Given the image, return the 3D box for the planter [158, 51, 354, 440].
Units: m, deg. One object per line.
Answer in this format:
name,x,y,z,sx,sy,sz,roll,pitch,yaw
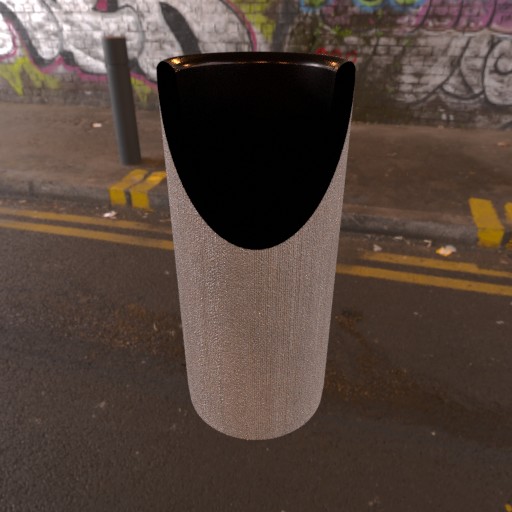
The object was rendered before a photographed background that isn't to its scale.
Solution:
planter,0.000,0.000,0.127,0.045,0.103,0.045,-19,35,-30
